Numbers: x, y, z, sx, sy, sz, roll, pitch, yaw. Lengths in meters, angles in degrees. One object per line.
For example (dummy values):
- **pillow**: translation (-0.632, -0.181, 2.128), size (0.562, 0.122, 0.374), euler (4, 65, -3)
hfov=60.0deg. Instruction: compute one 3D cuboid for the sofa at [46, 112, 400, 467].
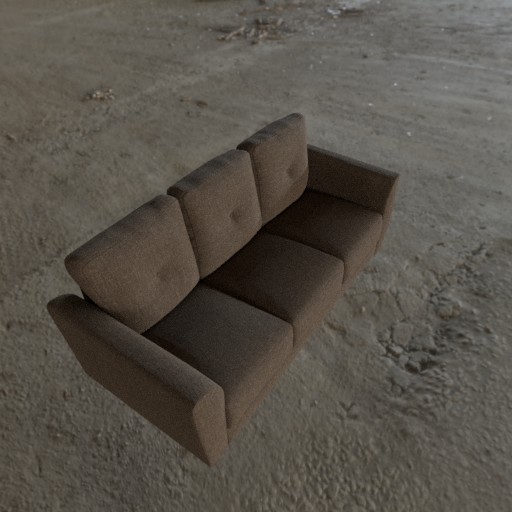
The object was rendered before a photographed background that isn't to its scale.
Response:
- **sofa**: translation (0.000, 0.000, 2.324), size (0.837, 0.891, 1.847), euler (25, 47, 26)
